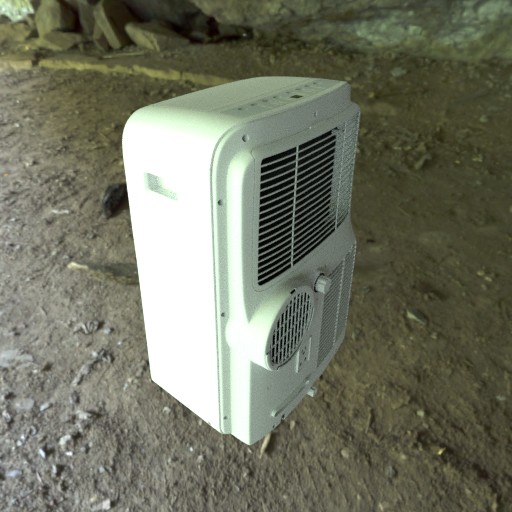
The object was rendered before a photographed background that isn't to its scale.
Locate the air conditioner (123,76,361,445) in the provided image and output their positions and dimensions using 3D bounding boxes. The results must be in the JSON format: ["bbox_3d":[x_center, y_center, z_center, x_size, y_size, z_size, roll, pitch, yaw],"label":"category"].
[{"bbox_3d":[0.000,0.000,0.973,0.365,0.700,0.454,22,39,30],"label":"air conditioner"}]
